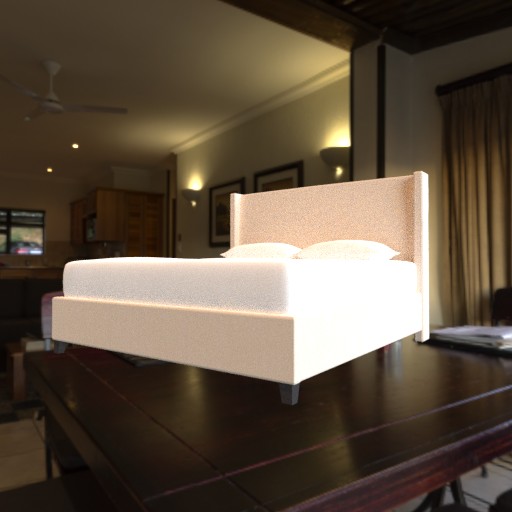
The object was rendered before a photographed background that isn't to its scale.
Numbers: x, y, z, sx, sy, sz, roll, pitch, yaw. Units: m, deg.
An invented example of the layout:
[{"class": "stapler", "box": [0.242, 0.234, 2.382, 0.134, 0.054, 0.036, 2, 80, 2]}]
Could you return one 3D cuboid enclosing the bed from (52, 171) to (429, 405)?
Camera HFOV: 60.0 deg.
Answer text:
[{"class": "bed", "box": [0.000, 0.000, 3.644, 2.145, 1.471, 2.293, -1, -1, 36]}]
